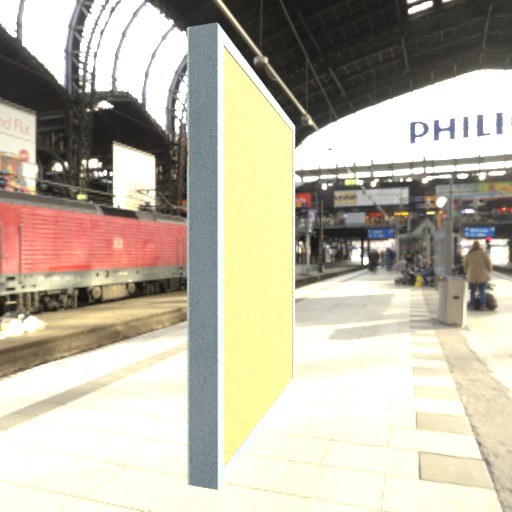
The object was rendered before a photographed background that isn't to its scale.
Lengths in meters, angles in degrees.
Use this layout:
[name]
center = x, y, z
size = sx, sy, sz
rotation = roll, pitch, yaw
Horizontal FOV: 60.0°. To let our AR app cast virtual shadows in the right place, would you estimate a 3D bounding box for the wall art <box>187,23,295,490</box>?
[wall art]
center = 0.000, 0.000, 0.683
size = 0.037, 0.509, 0.409
rotation = 0, 0, 17
